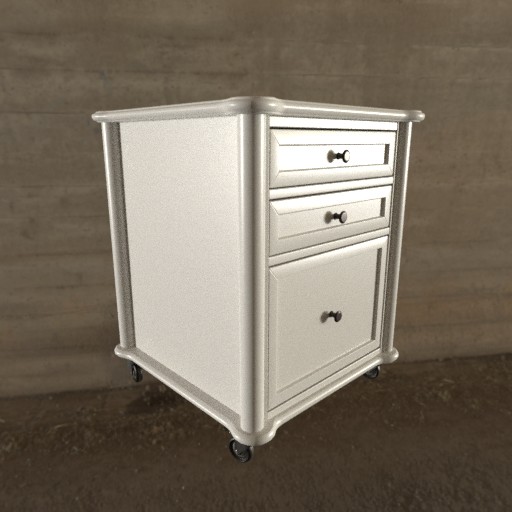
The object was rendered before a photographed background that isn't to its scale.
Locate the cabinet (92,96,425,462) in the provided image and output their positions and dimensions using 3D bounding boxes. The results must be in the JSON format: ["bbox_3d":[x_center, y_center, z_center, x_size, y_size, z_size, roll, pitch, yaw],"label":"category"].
[{"bbox_3d":[0.000,0.000,1.224,0.628,0.761,0.627,-14,20,-42],"label":"cabinet"}]
